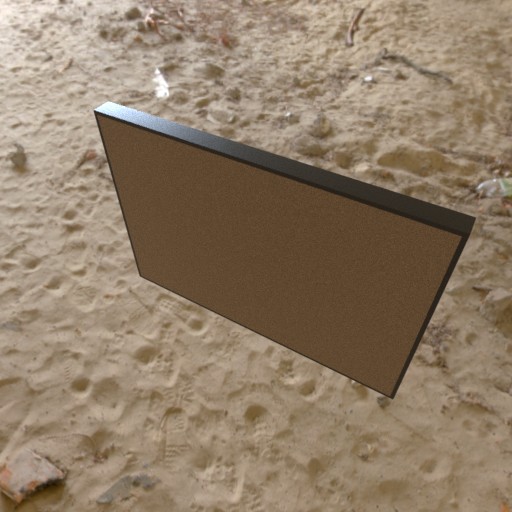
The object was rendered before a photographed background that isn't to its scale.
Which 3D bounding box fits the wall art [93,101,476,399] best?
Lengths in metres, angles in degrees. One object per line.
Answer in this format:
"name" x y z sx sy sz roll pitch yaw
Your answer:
"wall art" 0.000 0.000 1.221 0.939 0.640 0.058 23 50 21
